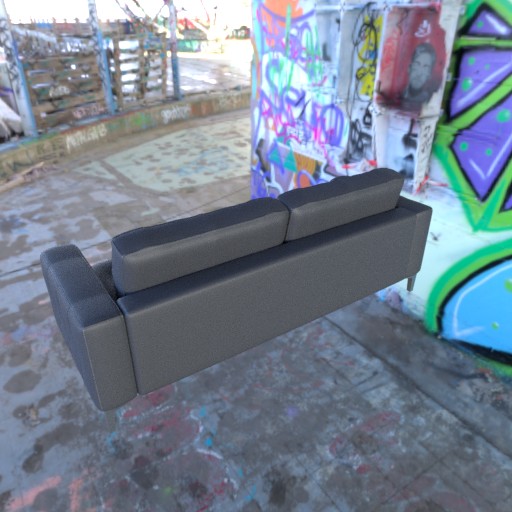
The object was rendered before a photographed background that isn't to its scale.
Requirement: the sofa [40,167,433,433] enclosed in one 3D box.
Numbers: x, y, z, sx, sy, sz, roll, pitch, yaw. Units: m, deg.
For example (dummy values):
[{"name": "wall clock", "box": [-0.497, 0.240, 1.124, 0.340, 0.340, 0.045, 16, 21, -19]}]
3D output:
[{"name": "sofa", "box": [0.000, 0.000, 2.703, 2.275, 0.893, 0.833, -18, 34, -29]}]
